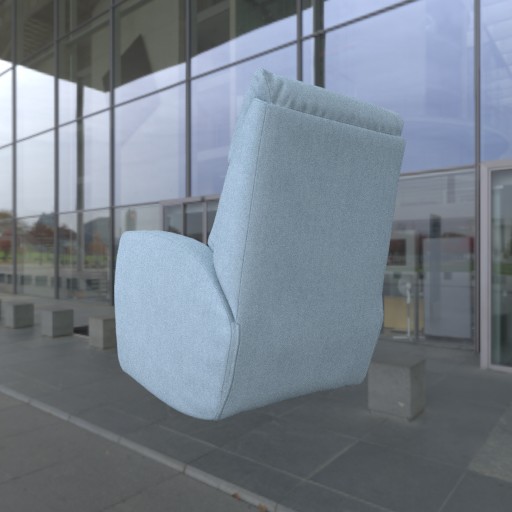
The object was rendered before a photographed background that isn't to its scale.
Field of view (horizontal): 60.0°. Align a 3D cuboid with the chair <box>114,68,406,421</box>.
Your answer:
[{"bbox_3d":[0.000,0.000,1.668,0.812,1.013,0.940,0,0,-36],"label":"chair"}]
